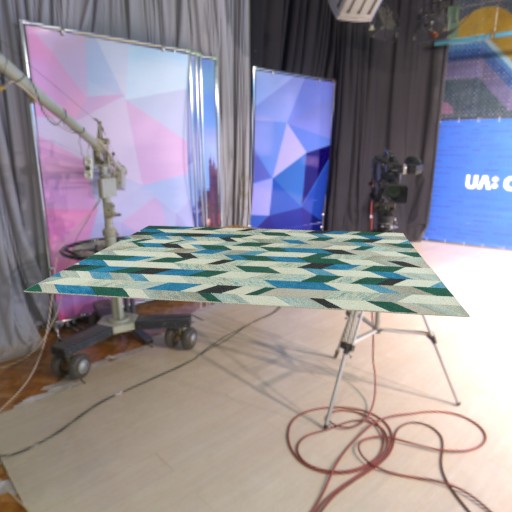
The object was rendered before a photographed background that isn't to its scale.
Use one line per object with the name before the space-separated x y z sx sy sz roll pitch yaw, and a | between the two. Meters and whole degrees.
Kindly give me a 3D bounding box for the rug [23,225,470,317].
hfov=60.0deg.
rug | 0.000 0.000 4.109 3.036 0.008 2.440 2 15 8
